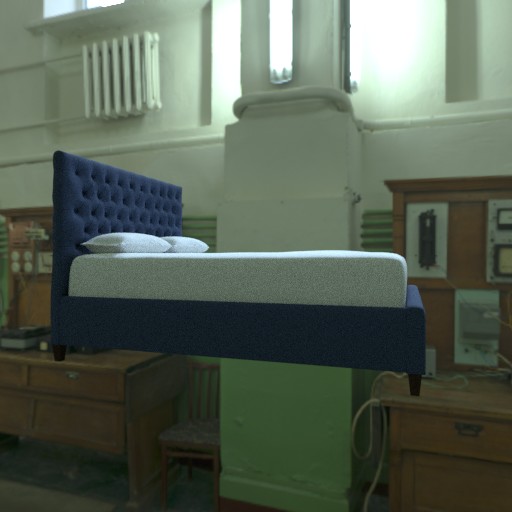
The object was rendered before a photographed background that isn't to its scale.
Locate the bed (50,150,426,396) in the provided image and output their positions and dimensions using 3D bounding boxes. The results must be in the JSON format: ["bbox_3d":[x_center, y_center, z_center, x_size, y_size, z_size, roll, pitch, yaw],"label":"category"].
[{"bbox_3d":[0.000,0.000,3.408,2.387,1.427,1.706,0,0,19],"label":"bed"}]
